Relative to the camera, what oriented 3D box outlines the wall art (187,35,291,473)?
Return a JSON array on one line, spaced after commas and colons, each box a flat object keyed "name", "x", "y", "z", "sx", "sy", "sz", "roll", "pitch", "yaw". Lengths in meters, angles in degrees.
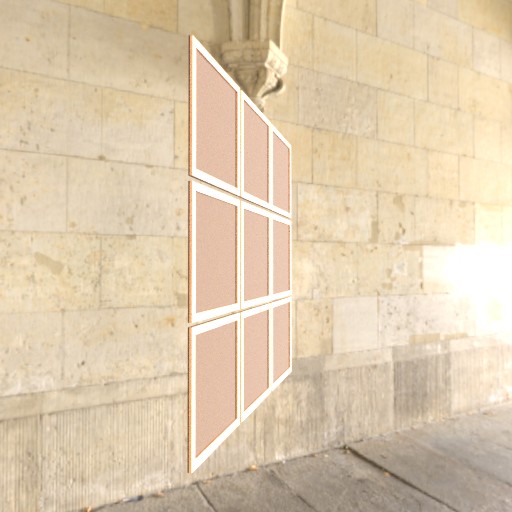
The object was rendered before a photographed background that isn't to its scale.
[{"name": "wall art", "x": 0.000, "y": 0.000, "z": 1.811, "sx": 0.013, "sy": 1.218, "sz": 1.216, "roll": 0, "pitch": -1, "yaw": 18}]
